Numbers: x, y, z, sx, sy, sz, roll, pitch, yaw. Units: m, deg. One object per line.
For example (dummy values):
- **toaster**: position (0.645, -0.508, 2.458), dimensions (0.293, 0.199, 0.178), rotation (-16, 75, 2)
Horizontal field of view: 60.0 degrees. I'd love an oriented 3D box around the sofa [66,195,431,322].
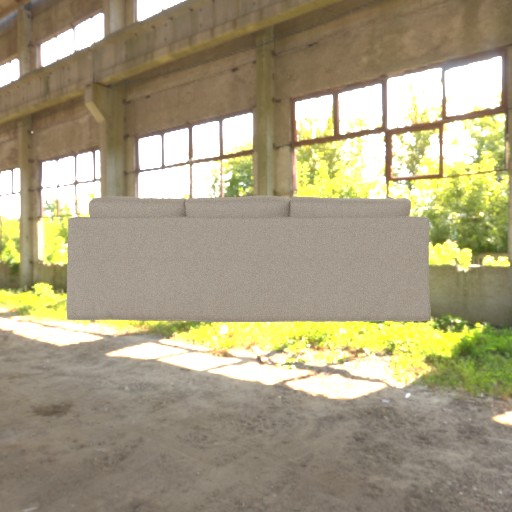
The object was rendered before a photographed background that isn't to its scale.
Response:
- **sofa**: position (0.000, 0.000, 4.659), dimensions (2.476, 0.878, 3.528), rotation (0, 0, 2)
